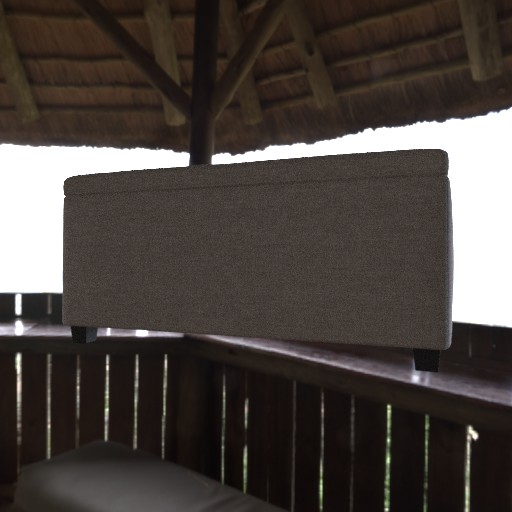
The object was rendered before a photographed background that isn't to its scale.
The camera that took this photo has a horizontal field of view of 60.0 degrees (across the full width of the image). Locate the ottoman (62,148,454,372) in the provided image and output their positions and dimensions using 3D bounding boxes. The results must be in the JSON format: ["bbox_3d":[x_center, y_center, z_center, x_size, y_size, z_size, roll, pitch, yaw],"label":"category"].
[{"bbox_3d":[0.000,0.000,1.129,0.902,0.432,0.419,0,0,20],"label":"ottoman"}]
